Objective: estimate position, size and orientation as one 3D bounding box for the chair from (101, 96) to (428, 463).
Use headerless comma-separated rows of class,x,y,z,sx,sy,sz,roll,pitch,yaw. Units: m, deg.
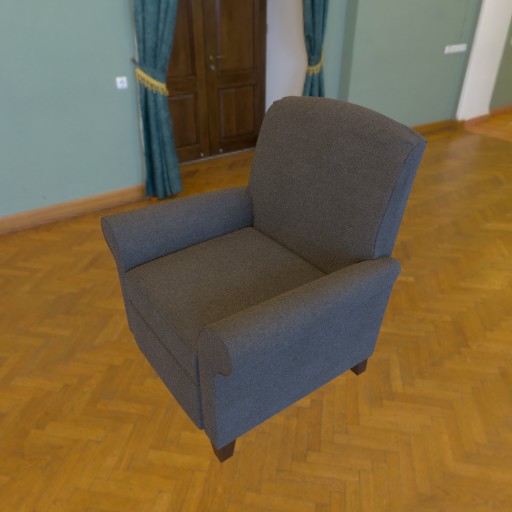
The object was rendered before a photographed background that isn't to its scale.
chair,0.000,0.000,1.732,0.905,1.061,0.978,-21,37,-30
